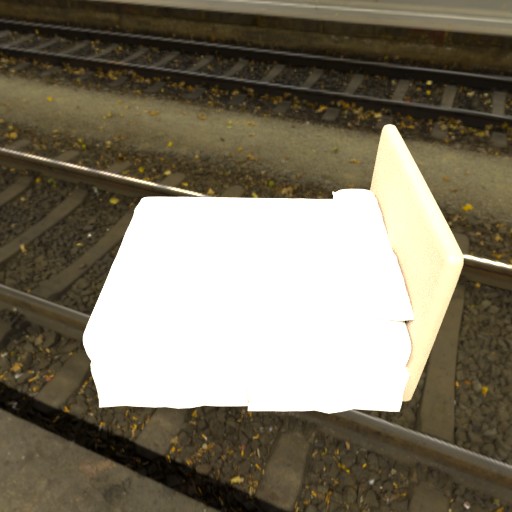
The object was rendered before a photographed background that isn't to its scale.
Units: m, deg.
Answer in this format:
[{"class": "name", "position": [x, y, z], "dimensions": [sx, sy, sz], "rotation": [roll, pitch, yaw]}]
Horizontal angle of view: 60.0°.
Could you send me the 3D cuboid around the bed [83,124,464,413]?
[{"class": "bed", "position": [0.000, 0.000, 3.213], "dimensions": [2.142, 1.330, 1.723], "rotation": [1, 39, 1]}]
